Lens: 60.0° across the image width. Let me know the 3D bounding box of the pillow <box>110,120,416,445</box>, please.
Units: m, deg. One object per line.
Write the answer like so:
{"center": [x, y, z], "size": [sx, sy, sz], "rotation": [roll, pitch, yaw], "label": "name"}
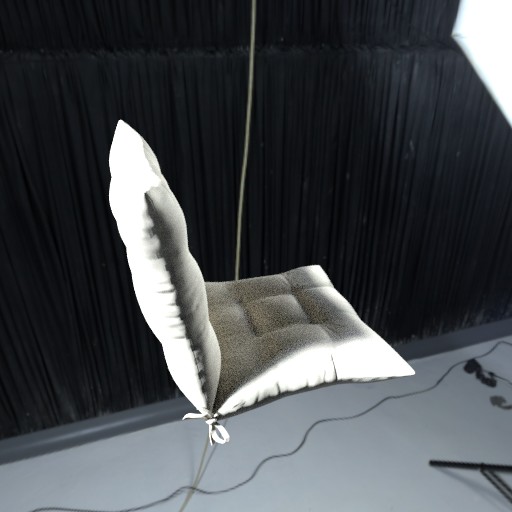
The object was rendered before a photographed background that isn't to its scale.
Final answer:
{"center": [0.000, 0.000, 1.002], "size": [0.585, 0.536, 0.541], "rotation": [-9, 29, -16], "label": "pillow"}
